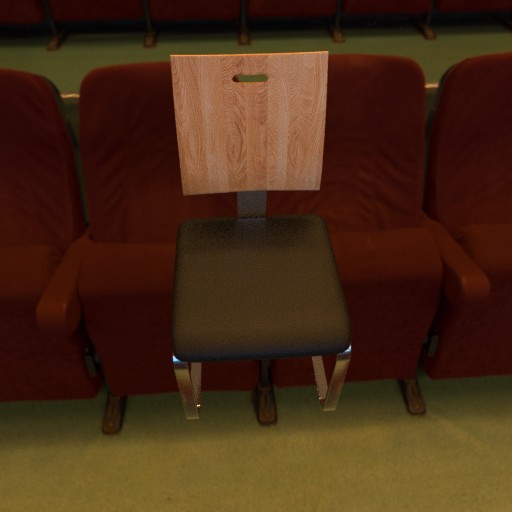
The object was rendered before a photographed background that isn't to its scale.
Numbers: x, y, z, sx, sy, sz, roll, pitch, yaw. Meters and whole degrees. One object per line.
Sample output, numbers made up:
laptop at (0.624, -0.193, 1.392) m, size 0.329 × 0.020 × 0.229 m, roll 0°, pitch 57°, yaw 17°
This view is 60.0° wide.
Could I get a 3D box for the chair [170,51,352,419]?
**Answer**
chair at (0.000, 0.000, 1.229) m, size 0.462 × 0.936 × 0.560 m, roll -3°, pitch 44°, yaw -3°
